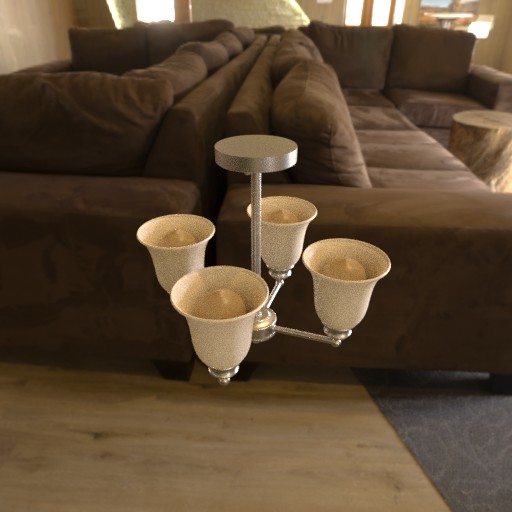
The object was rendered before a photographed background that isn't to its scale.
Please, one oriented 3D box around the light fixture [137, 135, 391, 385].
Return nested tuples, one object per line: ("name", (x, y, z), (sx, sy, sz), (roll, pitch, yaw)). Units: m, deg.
("light fixture", (0.000, 0.000, 0.736), (0.427, 0.370, 0.427), (10, 31, 17))
